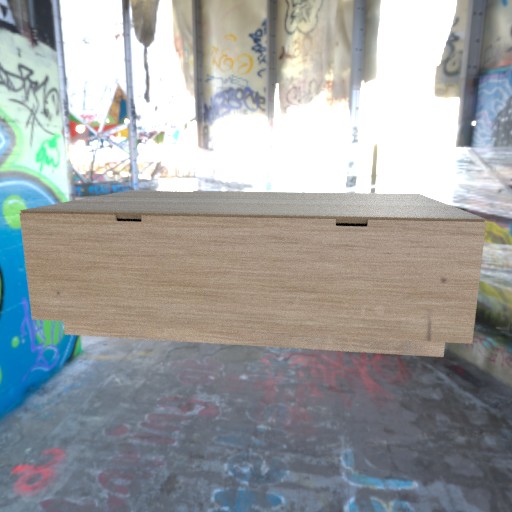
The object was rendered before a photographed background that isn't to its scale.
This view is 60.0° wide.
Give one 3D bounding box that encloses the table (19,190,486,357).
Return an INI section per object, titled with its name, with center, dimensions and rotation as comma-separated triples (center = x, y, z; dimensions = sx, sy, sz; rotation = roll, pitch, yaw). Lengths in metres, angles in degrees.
[table]
center = 0.000, 0.000, 1.406
dimensions = 1.110, 0.353, 0.678
rotation = 2, 13, 8
